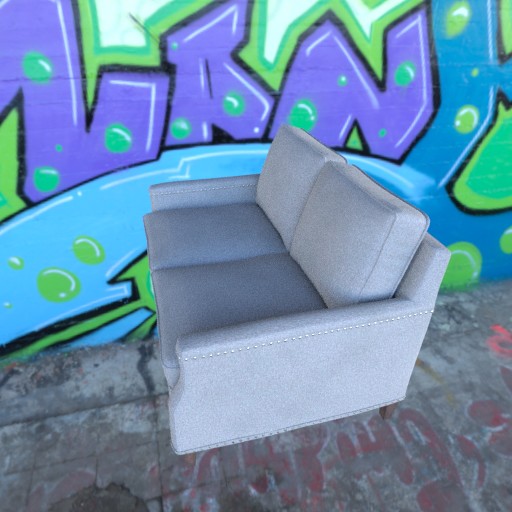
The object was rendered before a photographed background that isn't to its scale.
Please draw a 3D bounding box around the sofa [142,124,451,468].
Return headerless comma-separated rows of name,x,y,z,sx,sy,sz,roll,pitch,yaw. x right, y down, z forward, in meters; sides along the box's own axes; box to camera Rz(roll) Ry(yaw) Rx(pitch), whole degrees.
sofa,0.000,0.000,2.276,1.084,1.003,1.597,-8,31,-13
